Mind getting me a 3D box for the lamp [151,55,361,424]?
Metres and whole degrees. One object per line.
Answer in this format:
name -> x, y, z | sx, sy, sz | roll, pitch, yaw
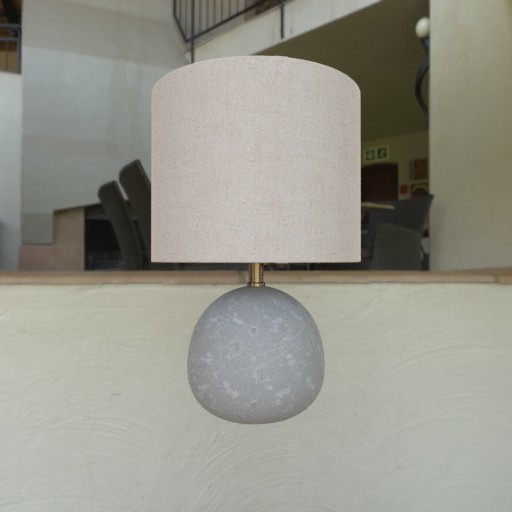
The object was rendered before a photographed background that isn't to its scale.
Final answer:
lamp -> 0.000, 0.000, 0.585 | 0.269, 0.409, 0.269 | 0, 0, 0
